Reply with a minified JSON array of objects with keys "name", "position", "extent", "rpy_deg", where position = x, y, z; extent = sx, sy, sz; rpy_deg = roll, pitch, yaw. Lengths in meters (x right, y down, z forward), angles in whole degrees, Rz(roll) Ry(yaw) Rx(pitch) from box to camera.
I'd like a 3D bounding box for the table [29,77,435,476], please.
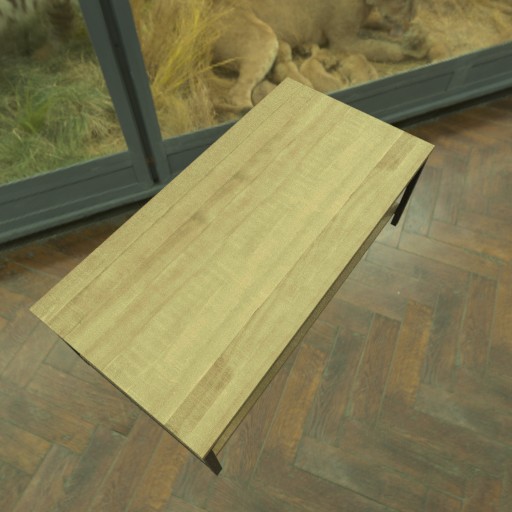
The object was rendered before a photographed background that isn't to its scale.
[{"name":"table","position":[0.000,0.000,1.386],"extent":[0.551,0.399,1.100],"rpy_deg":[32,64,18]}]
